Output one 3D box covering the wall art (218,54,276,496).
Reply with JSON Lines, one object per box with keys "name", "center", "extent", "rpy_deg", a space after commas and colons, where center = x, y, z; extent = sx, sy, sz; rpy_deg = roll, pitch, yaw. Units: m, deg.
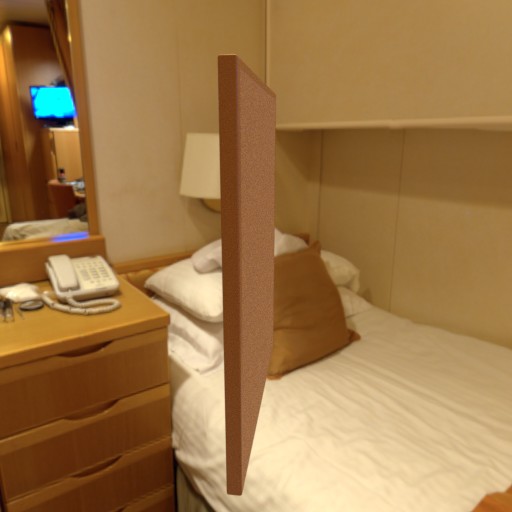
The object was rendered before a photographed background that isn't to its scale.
{"name": "wall art", "center": [0.000, 0.000, 0.511], "extent": [0.015, 0.379, 0.310], "rpy_deg": [2, 15, 7]}
